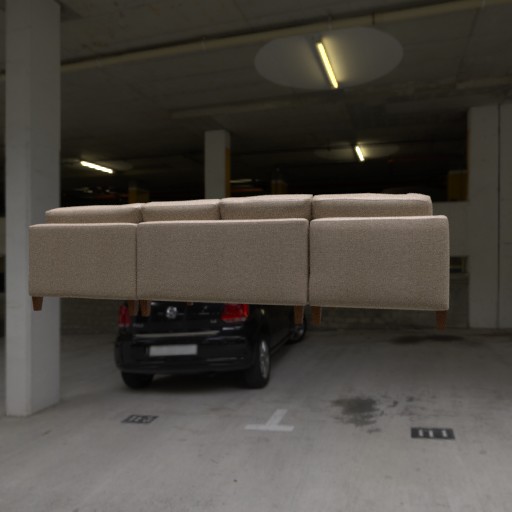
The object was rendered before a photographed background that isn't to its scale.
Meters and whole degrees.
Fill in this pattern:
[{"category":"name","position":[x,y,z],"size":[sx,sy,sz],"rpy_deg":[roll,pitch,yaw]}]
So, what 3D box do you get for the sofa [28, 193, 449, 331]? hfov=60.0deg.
[{"category":"sofa","position":[0.000,0.000,4.592],"size":[3.460,0.961,2.594],"rpy_deg":[0,0,18]}]
